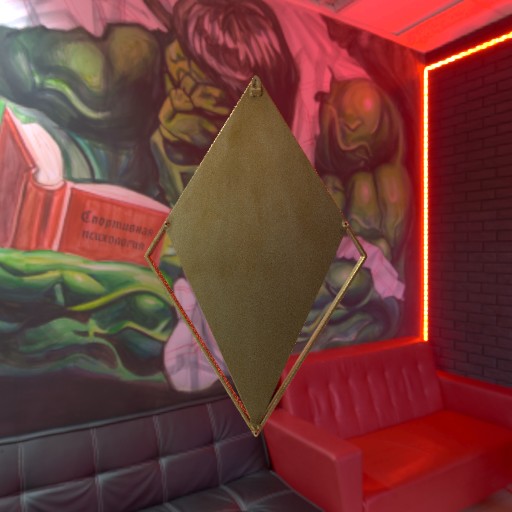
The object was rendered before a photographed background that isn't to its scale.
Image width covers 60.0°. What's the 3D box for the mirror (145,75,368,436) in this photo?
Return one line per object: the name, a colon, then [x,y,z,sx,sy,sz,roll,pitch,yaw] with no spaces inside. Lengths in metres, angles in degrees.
mirror: [0.000,0.000,0.843,0.419,0.679,0.032,0,0,0]
